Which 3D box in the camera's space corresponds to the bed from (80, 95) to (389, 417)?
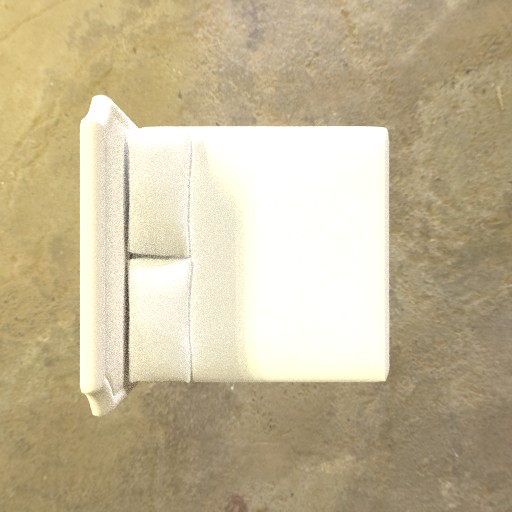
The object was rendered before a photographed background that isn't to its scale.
[{"bbox_3d":[0.000,0.000,3.387,2.204,1.301,2.160,0,90,0],"label":"bed"}]
